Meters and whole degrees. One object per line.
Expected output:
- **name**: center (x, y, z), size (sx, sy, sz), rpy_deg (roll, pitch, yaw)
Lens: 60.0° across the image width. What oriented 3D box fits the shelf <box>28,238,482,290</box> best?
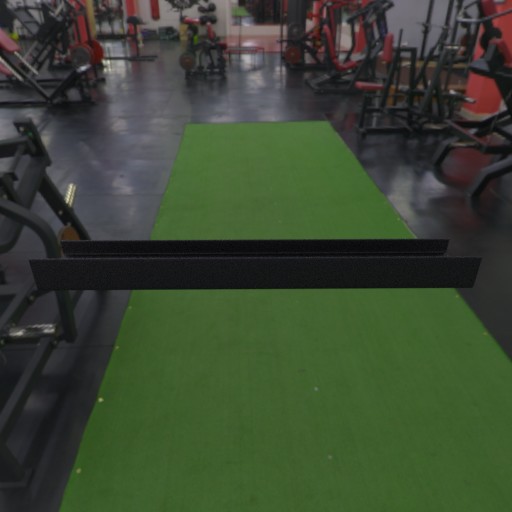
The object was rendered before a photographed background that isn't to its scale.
- **shelf**: center (0.000, 0.000, 0.647), size (0.605, 0.053, 0.102), rpy_deg (0, 30, -1)
